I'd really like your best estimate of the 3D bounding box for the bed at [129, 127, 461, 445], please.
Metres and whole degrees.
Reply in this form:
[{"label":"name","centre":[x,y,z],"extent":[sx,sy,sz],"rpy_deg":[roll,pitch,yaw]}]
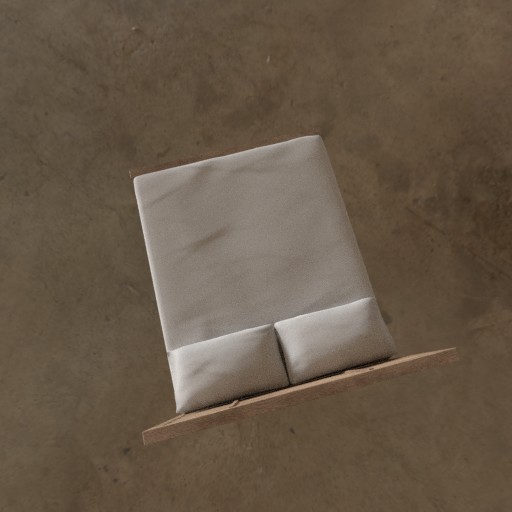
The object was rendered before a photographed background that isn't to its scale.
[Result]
[{"label":"bed","centre":[0.000,0.000,3.218],"extent":[1.615,1.631,2.017],"rpy_deg":[-14,75,-4]}]
